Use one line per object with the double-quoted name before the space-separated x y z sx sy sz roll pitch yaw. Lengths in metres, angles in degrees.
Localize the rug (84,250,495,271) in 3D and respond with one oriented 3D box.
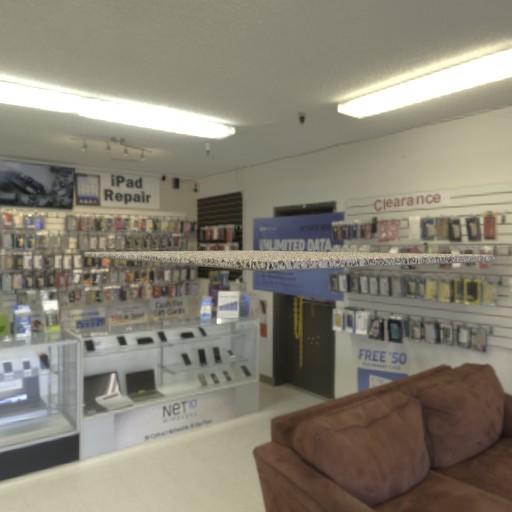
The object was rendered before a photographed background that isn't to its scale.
"rug" 0.000 0.000 2.233 1.219 0.030 1.778 -1 2 -35
